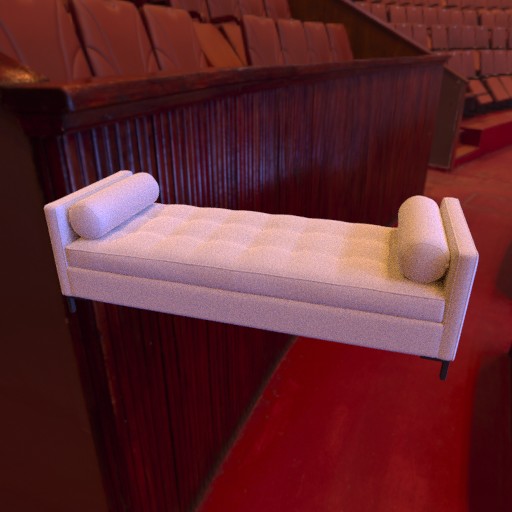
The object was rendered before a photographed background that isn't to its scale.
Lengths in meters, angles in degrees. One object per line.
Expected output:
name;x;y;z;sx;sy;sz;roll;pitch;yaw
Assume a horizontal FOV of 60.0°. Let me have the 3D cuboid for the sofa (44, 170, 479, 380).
sofa;0.000;0.000;2.364;1.985;0.641;0.746;7;27;15
